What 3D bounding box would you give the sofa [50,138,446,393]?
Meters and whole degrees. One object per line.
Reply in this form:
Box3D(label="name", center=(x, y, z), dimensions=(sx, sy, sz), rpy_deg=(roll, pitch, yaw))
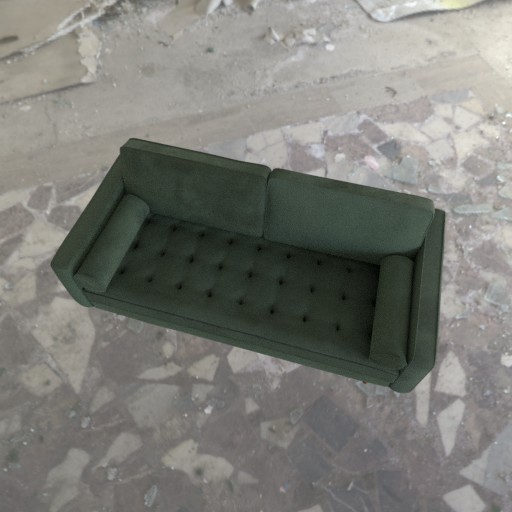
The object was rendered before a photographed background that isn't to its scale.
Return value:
Box3D(label="sofa", center=(0.000, 0.000, 2.407), dimensions=(1.880, 0.772, 0.916), rpy_deg=(13, 57, 9))
